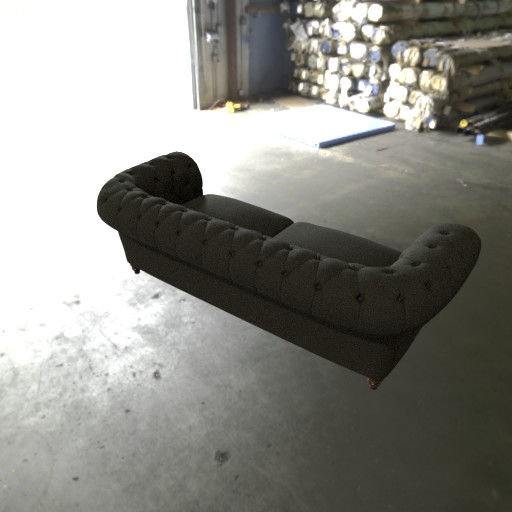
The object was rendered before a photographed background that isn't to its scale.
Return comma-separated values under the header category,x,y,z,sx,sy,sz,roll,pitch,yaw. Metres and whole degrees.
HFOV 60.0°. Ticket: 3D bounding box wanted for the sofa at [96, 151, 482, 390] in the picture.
category,x,y,z,sx,sy,sz,roll,pitch,yaw
sofa,0.000,0.000,2.793,2.362,0.762,0.991,21,37,30
